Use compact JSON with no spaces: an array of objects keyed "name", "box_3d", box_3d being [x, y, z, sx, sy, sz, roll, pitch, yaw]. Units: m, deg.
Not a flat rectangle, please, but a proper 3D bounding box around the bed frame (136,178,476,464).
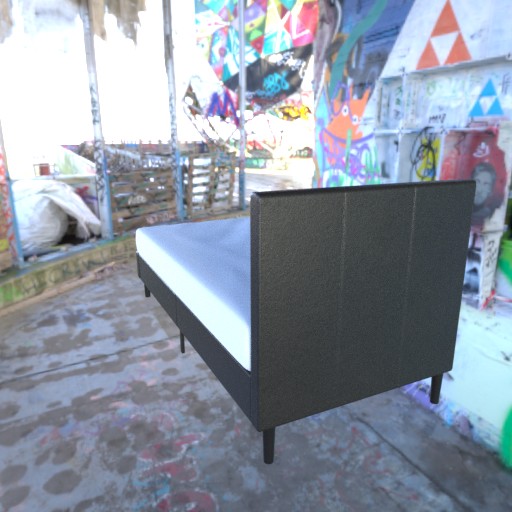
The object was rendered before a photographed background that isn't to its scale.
[{"name":"bed frame","box_3d":[0.000,0.000,2.519,1.038,1.046,2.152,-7,17,-25]}]
